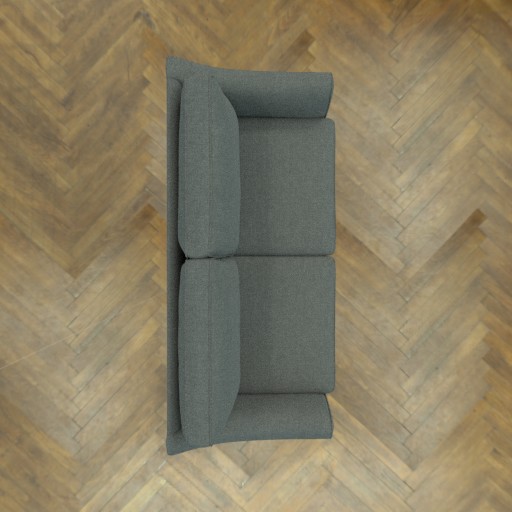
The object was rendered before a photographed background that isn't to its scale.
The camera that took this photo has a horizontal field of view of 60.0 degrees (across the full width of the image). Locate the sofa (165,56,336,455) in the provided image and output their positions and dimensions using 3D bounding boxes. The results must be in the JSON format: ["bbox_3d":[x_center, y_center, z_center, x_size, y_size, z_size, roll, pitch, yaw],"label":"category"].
[{"bbox_3d":[0.000,0.000,2.728,1.013,0.976,2.203,0,90,-1],"label":"sofa"}]
